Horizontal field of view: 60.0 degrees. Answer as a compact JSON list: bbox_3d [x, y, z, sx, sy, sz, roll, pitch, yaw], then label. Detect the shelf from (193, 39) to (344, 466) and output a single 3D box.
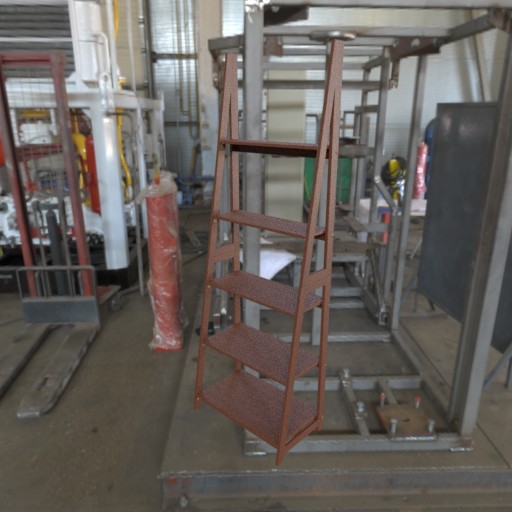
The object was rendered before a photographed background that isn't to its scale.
[{"bbox_3d":[0.000,0.000,2.032,0.600,1.770,0.350,16,24,40],"label":"shelf"}]
